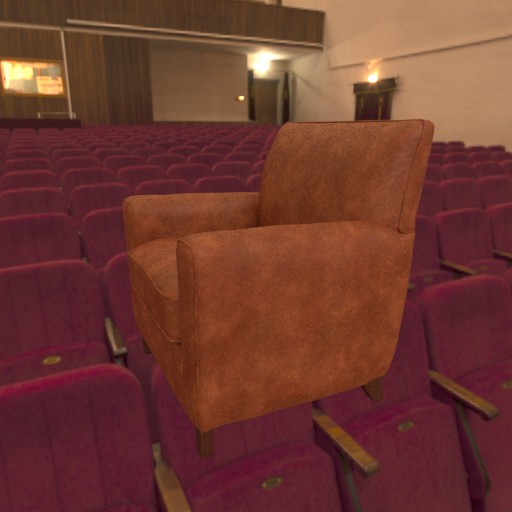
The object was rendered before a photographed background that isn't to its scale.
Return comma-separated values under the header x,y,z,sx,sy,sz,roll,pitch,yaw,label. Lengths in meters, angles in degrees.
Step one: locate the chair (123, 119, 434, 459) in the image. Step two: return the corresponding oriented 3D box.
x,y,z,sx,sy,sz,roll,pitch,yaw,label
0.000,0.000,1.604,0.823,0.943,0.870,-8,18,-25,chair
